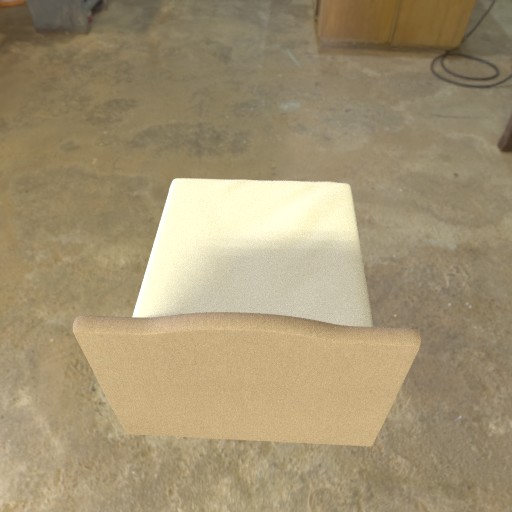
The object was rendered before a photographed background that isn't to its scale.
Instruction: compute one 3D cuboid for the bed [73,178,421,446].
[{"bbox_3d":[0.000,0.000,3.369,1.821,1.436,2.282,2,47,2],"label":"bed"}]
